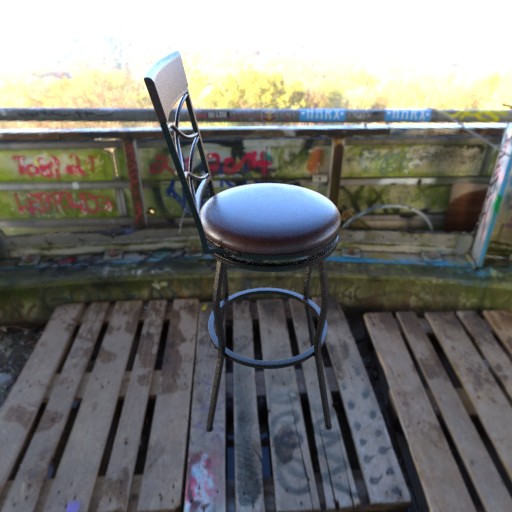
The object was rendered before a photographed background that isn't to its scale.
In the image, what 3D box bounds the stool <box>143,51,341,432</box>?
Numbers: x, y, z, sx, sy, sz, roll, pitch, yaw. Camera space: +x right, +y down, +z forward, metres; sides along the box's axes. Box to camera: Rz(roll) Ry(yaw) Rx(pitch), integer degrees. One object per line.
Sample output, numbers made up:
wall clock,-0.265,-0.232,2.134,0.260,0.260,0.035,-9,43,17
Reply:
stool,0.000,0.000,1.394,0.513,1.130,0.448,-1,31,-1
